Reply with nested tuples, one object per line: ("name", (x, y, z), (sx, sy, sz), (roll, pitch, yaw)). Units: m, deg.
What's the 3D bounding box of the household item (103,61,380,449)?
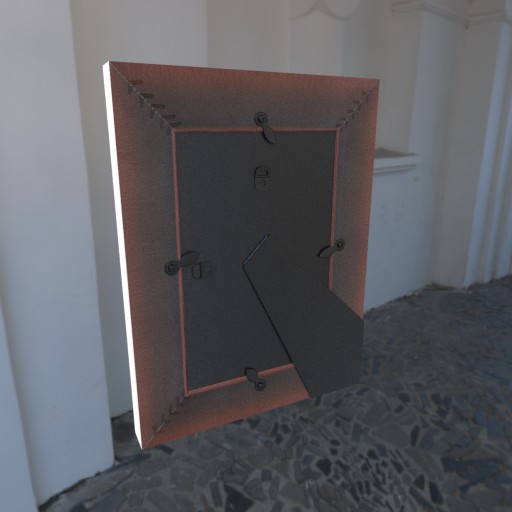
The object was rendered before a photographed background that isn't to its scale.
("household item", (0.000, 0.000, 0.282), (0.165, 0.216, 0.025), (-8, 18, -26))
